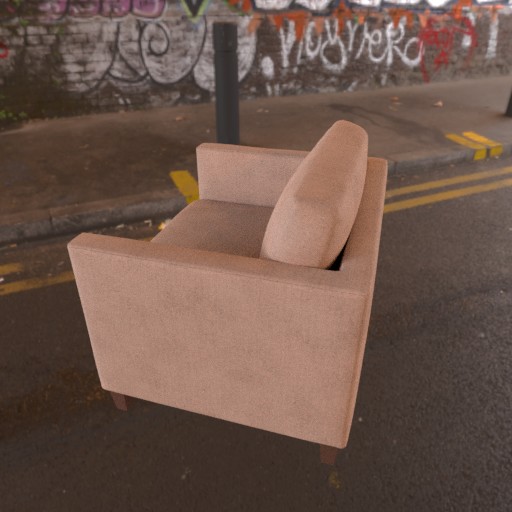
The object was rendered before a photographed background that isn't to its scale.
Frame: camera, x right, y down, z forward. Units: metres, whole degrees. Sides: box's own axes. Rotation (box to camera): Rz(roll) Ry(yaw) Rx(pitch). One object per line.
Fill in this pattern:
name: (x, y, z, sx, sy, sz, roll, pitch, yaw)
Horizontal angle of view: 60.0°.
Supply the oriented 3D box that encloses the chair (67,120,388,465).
chair: (0.000, 0.000, 1.836, 0.959, 0.961, 1.133, 9, 32, 14)
